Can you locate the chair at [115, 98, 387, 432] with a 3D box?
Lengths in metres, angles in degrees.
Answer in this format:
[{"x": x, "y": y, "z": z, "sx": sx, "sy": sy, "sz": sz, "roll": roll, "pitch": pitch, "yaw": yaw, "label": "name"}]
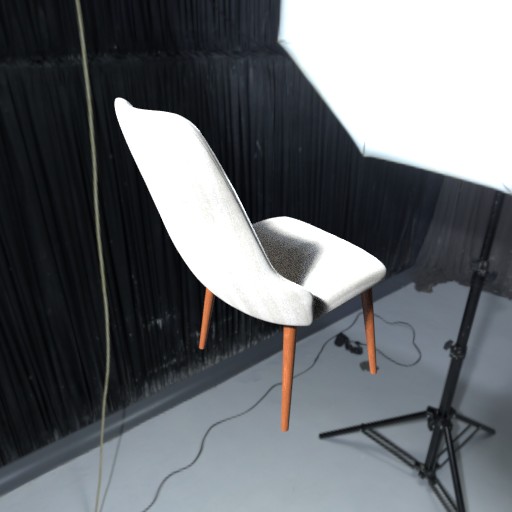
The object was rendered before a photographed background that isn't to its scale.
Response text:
[{"x": 0.000, "y": 0.000, "z": 1.318, "sx": 0.684, "sy": 0.917, "sz": 0.526, "roll": -19, "pitch": 33, "yaw": -32, "label": "chair"}]
